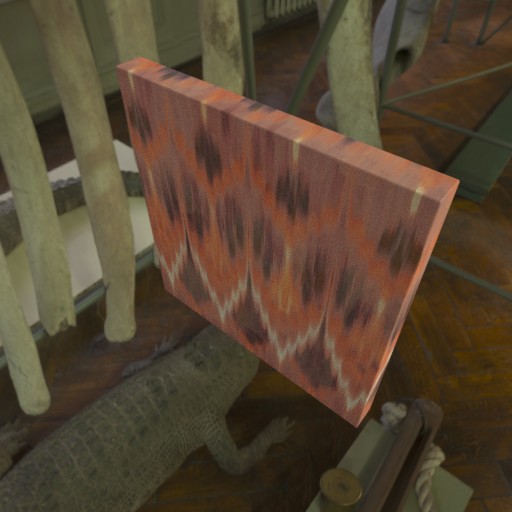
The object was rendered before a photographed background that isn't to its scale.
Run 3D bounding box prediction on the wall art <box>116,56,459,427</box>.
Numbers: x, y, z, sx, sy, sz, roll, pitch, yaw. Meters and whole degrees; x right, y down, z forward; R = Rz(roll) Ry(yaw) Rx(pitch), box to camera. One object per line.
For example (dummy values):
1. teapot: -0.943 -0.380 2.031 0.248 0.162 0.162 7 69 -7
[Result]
1. wall art: 0.000 0.000 0.586 0.403 0.406 0.038 31 53 27
